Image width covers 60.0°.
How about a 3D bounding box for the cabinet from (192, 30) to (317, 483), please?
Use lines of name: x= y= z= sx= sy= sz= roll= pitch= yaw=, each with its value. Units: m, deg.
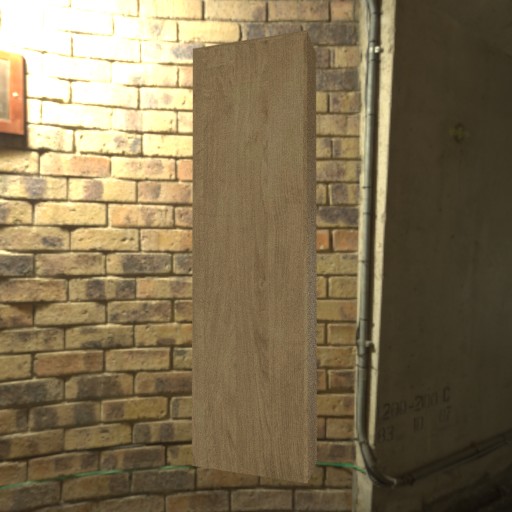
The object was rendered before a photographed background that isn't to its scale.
cabinet: x=0.000 y=0.000 z=1.936 sx=0.500 sy=1.790 sz=0.230 roll=0 pitch=-1 yaw=18
